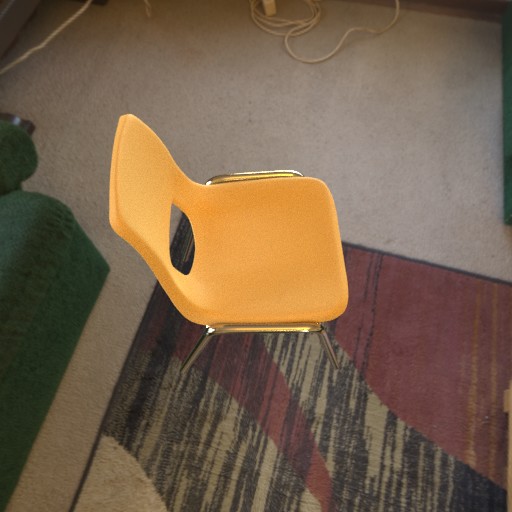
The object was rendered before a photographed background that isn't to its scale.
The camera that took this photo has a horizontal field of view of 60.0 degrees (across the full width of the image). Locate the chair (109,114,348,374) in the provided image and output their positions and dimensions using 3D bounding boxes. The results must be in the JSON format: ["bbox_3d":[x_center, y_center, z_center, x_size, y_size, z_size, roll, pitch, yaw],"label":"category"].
[{"bbox_3d":[0.000,0.000,0.975,0.436,0.704,0.381,-3,64,-1],"label":"chair"}]
